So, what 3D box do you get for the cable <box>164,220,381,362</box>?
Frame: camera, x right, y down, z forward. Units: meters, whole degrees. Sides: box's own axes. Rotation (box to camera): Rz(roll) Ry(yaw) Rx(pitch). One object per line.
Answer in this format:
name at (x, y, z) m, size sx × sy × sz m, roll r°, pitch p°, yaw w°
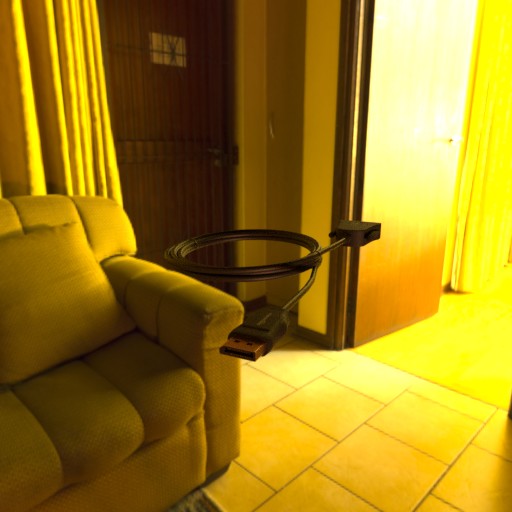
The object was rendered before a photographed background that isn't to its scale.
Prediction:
cable at (0.000, 0.000, 0.327) m, size 0.136 × 0.015 × 0.281 m, roll 7°, pitch 16°, yaw 24°
